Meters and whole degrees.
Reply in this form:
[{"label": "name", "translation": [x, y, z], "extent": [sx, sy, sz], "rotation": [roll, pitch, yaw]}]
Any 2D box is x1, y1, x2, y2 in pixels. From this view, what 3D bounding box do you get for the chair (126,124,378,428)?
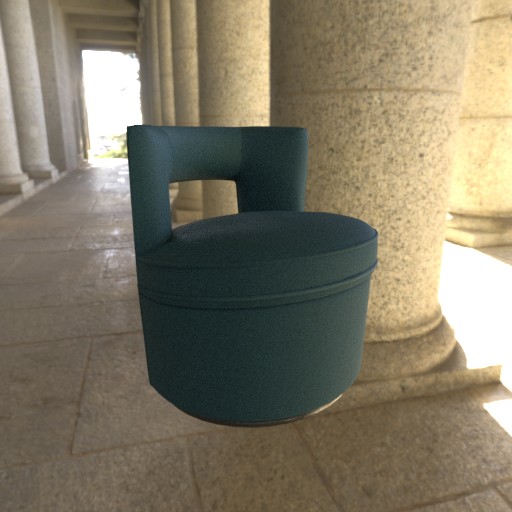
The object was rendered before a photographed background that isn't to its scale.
[{"label": "chair", "translation": [0.000, 0.000, 1.250], "extent": [0.684, 0.711, 0.660], "rotation": [-15, 21, -43]}]
